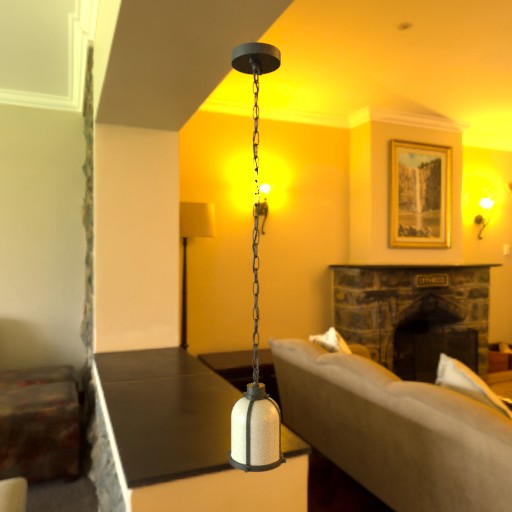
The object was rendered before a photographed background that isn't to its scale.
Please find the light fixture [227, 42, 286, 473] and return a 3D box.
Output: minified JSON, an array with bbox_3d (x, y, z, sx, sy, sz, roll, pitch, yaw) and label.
[{"bbox_3d":[0.000,0.000,1.293,0.178,1.181,0.178,0,0,18],"label":"light fixture"}]
